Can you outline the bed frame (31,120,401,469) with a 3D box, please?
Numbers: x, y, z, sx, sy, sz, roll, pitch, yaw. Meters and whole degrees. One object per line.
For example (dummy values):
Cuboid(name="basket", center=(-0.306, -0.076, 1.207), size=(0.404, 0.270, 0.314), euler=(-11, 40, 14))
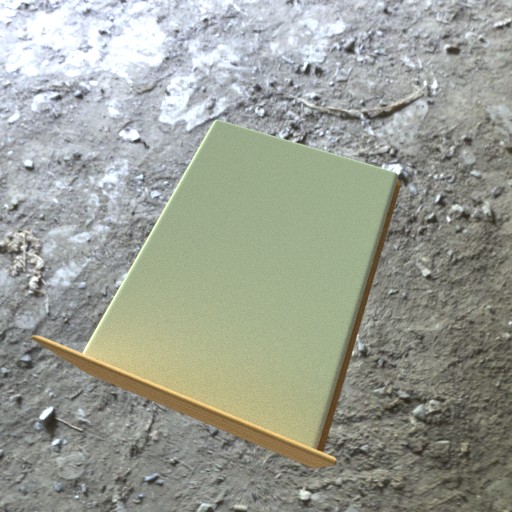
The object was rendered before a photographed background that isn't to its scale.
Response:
Cuboid(name="bed frame", center=(0.000, 0.000, 2.770), size=(1.472, 0.940, 1.992), euler=(19, 65, 9))
